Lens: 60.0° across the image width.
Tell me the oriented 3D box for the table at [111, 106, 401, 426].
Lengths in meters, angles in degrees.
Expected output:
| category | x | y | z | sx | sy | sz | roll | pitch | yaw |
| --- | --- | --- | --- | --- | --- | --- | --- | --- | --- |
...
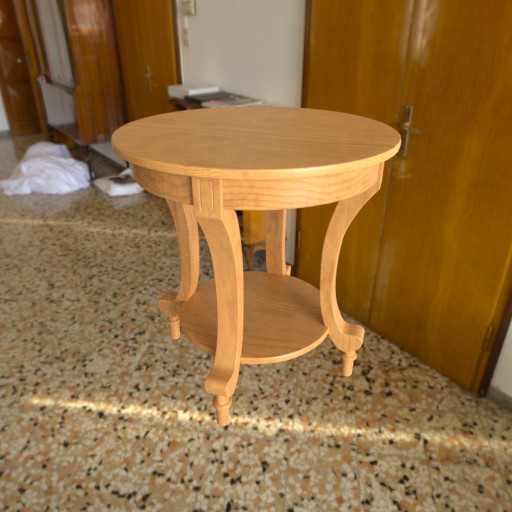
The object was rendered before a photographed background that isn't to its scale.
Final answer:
| category | x | y | z | sx | sy | sz | roll | pitch | yaw |
| --- | --- | --- | --- | --- | --- | --- | --- | --- | --- |
| table | 0.000 | 0.000 | 1.089 | 0.597 | 0.612 | 0.597 | 0 | 28 | 0 |
